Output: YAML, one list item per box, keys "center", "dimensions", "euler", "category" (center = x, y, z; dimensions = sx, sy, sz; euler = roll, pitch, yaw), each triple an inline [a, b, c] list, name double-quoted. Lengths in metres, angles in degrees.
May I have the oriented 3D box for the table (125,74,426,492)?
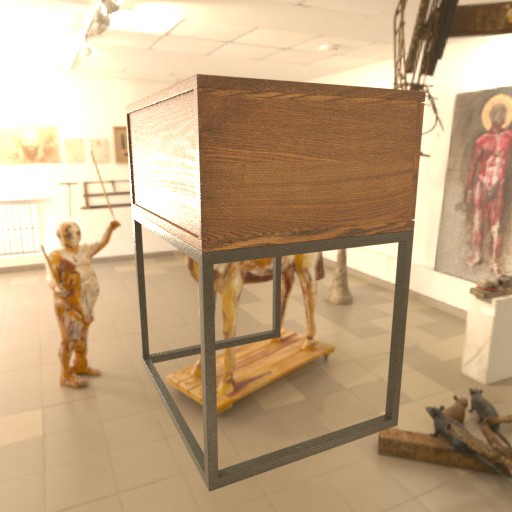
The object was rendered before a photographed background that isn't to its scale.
- center: [0.000, 0.000, 0.914]
  dimensions: [0.400, 0.610, 0.482]
  euler: [-7, 15, -25]
  category: "table"
